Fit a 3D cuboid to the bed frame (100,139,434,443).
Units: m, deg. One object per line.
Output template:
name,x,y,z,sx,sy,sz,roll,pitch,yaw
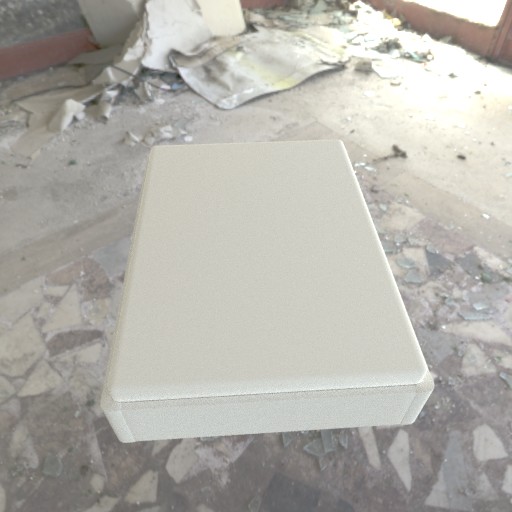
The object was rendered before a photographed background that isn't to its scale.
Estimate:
bed frame,0.000,0.000,2.564,1.400,0.406,1.900,-3,46,-3
